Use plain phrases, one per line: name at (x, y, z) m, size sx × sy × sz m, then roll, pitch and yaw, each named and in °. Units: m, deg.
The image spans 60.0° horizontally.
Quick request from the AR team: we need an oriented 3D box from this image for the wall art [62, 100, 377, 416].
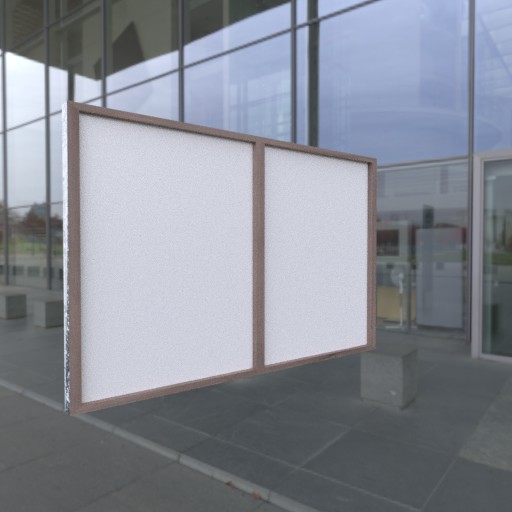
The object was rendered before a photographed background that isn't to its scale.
wall art at (0.000, 0.000, 1.131) m, size 0.919 × 0.598 × 0.038 m, roll -1°, pitch 2°, yaw -37°
